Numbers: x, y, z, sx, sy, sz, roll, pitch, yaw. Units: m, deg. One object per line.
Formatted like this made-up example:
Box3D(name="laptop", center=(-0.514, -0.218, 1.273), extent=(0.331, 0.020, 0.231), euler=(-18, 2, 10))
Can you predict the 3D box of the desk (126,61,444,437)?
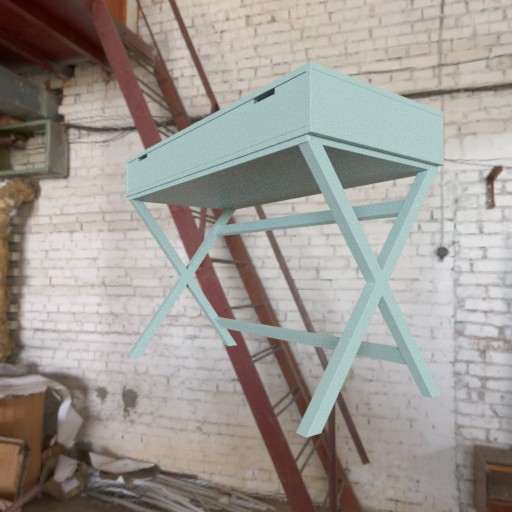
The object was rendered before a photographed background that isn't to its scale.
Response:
Box3D(name="desk", center=(0.000, 0.000, 1.486), extent=(0.509, 0.780, 1.059), euler=(1, -2, -37))
